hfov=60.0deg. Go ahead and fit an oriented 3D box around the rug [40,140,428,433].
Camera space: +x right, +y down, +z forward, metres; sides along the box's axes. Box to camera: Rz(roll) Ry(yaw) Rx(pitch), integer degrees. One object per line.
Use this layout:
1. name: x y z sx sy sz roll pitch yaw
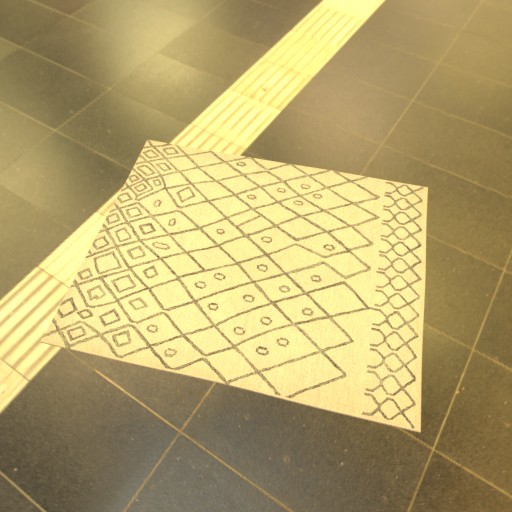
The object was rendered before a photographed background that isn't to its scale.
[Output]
1. rug: 0.000 0.000 4.071 3.046 0.015 2.446 11 58 7
